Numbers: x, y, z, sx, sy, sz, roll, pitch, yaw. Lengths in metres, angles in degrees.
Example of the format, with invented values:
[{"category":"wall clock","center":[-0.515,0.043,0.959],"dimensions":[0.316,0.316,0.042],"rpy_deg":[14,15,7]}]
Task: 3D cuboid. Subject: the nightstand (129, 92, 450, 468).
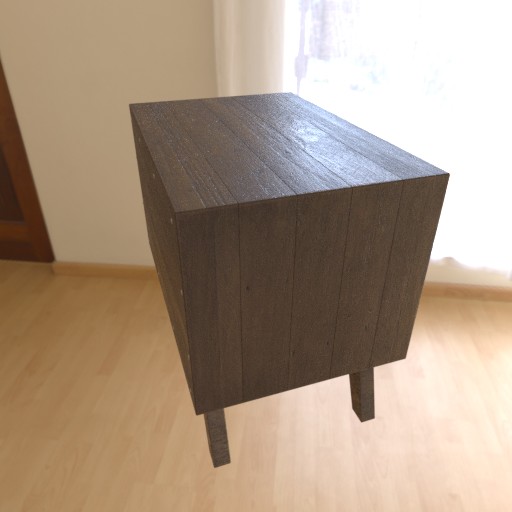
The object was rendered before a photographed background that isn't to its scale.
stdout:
[{"category":"nightstand","center":[0.000,0.000,1.058],"dimensions":[0.450,0.599,0.650],"rpy_deg":[-10,33,-16]}]
